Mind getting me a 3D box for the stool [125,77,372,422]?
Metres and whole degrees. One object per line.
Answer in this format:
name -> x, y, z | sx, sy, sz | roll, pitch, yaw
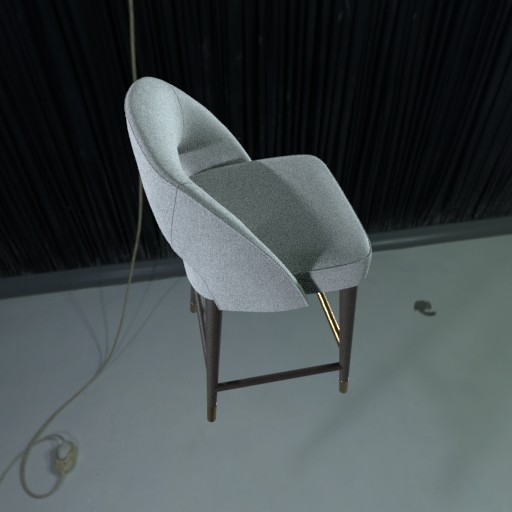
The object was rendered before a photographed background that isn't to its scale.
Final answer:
stool -> 0.000, 0.000, 1.208 | 0.509, 0.940, 0.494 | -9, 47, -9
